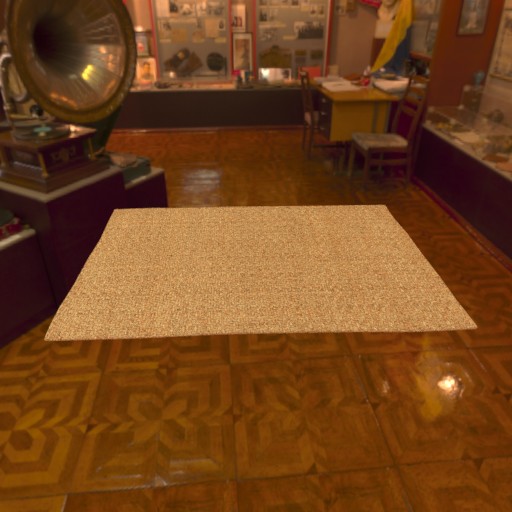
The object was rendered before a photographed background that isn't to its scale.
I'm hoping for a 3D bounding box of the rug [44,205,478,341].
[{"bbox_3d":[0.000,0.000,2.827,2.141,0.013,1.566,-2,30,-3],"label":"rug"}]
